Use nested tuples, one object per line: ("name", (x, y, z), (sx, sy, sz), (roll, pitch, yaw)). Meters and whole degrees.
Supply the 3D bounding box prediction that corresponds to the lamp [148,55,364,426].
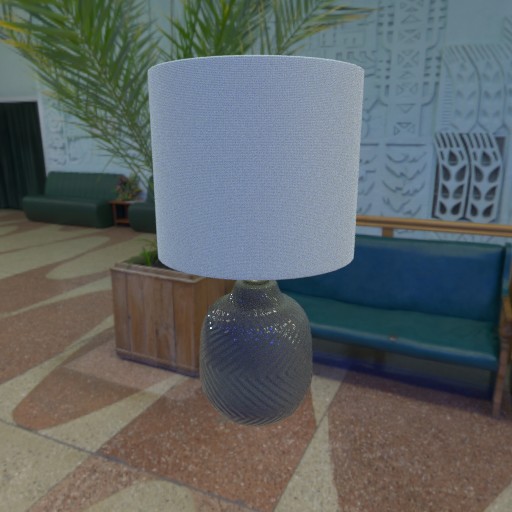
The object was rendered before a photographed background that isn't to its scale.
("lamp", (0.000, 0.000, 0.479), (0.207, 0.366, 0.207), (7, 16, 26))
